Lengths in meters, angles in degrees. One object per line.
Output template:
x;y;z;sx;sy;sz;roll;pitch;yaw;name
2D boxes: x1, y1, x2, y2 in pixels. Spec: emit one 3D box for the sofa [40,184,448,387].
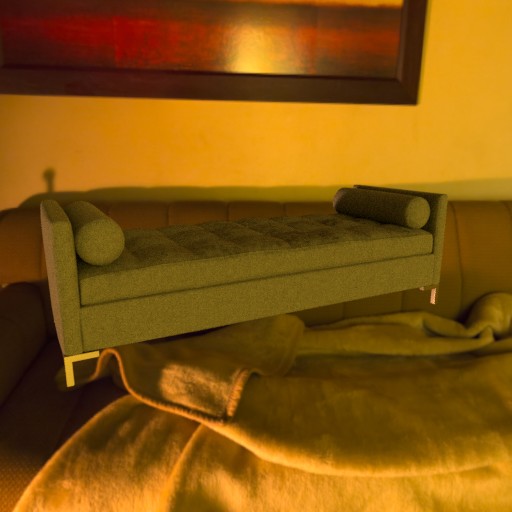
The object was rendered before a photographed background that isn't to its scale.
0.000;0.000;2.465;2.102;0.657;0.797;-7;16;-27;sofa
